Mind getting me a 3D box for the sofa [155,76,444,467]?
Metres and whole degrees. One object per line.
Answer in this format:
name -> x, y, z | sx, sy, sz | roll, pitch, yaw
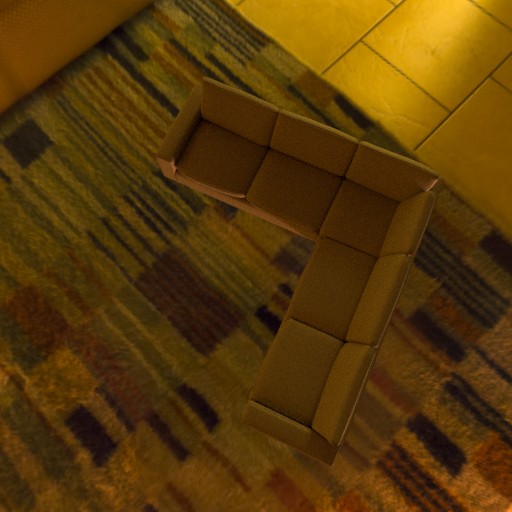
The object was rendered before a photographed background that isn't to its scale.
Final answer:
sofa -> 0.000, 0.000, 4.119 | 2.622, 0.800, 2.742 | 24, 77, 6
